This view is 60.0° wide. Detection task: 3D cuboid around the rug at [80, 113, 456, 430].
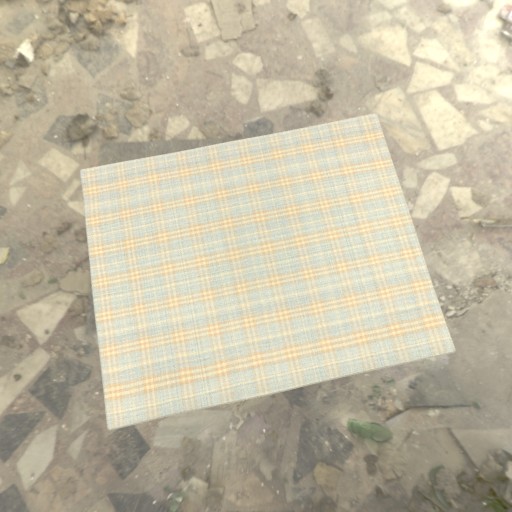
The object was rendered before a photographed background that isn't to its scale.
[{"bbox_3d":[0.000,0.000,4.128,3.066,0.030,2.462,-12,74,-3],"label":"rug"}]
